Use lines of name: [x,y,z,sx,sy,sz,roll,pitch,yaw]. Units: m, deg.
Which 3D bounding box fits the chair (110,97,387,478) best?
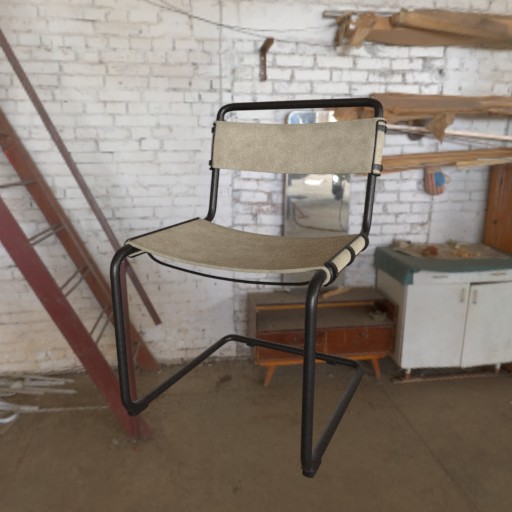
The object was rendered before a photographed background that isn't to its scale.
chair: [0.000,0.000,1.071,0.499,0.747,0.497,7,16,25]
